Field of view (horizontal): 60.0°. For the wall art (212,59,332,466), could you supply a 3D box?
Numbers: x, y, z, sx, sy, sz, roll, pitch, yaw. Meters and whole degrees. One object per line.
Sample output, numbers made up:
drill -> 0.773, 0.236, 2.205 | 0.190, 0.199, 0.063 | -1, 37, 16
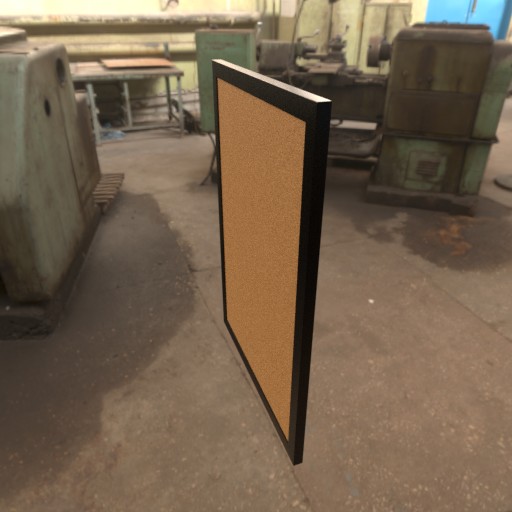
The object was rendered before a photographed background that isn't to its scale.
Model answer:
wall art -> 0.000, 0.000, 0.860 | 0.019, 0.656, 0.462 | -10, 31, -17
